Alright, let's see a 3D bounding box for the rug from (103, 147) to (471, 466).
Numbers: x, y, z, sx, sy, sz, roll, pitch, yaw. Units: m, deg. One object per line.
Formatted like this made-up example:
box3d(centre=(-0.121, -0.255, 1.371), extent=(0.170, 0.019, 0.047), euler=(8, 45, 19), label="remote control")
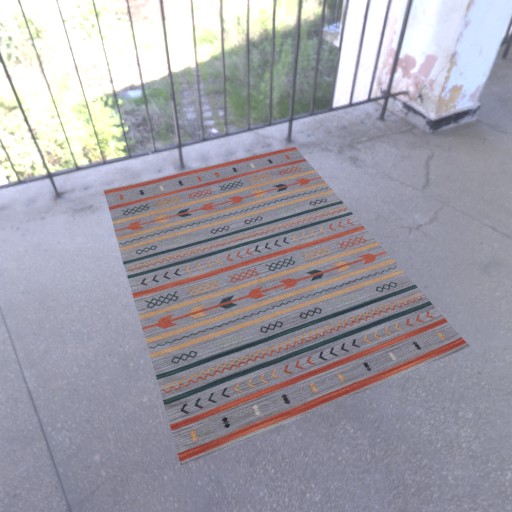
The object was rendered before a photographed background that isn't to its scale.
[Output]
box3d(centre=(0.000, 0.000, 4.020), extent=(2.263, 0.022, 3.029), euler=(-17, 48, -15), label="rug")
